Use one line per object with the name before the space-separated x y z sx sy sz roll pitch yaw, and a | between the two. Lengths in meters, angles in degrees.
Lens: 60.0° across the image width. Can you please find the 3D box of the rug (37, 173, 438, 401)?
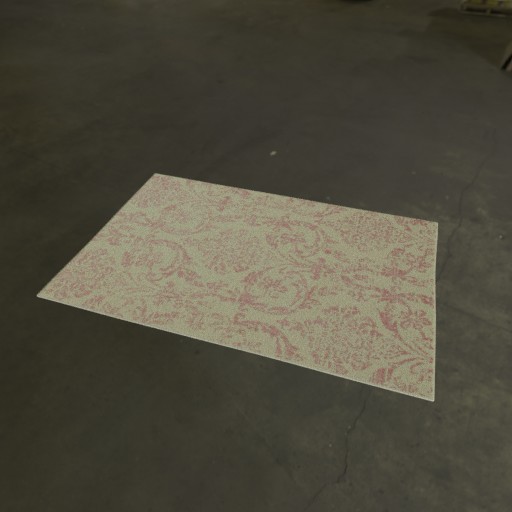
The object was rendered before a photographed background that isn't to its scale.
rug | 0.000 0.000 2.365 1.839 0.012 1.219 12 42 13
